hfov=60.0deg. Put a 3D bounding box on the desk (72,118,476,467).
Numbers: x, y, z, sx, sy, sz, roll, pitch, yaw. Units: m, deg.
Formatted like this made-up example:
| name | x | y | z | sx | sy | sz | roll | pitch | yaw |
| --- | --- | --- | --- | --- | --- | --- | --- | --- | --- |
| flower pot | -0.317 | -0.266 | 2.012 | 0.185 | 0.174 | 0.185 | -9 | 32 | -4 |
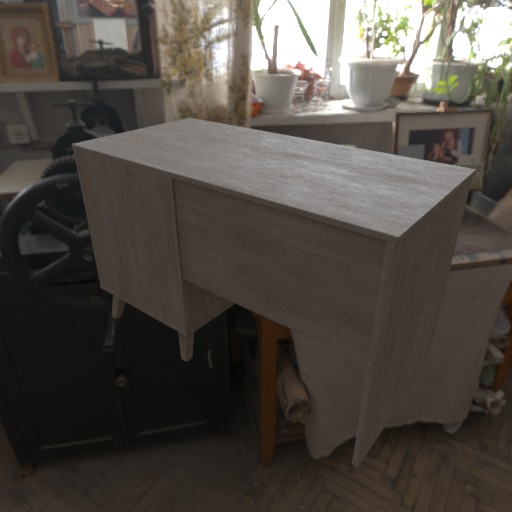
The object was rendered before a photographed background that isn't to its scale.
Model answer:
| name | x | y | z | sx | sy | sz | roll | pitch | yaw |
| --- | --- | --- | --- | --- | --- | --- | --- | --- | --- |
| desk | 0.000 | 0.000 | 1.677 | 1.251 | 0.770 | 0.600 | 21 | 35 | 33 |
